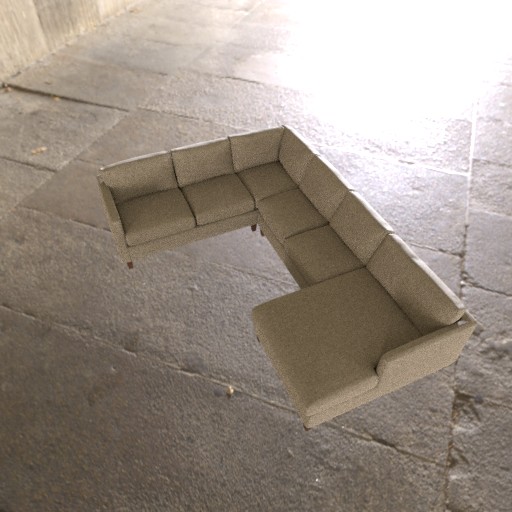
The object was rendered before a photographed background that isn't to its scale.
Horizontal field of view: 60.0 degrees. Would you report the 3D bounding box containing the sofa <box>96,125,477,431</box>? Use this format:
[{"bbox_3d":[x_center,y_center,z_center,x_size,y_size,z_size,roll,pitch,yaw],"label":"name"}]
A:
[{"bbox_3d":[0.000,0.000,4.594,2.593,0.959,3.460,-18,49,-16],"label":"sofa"}]
